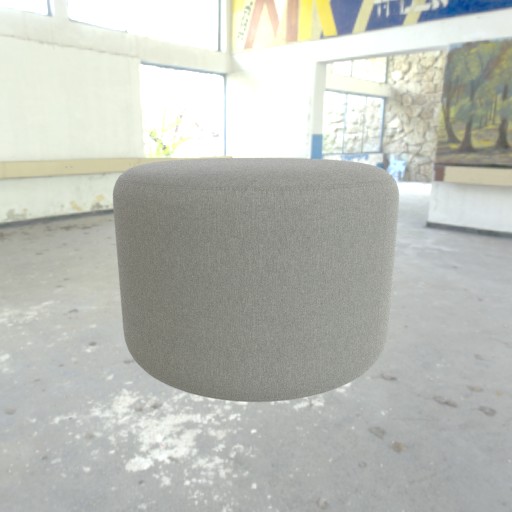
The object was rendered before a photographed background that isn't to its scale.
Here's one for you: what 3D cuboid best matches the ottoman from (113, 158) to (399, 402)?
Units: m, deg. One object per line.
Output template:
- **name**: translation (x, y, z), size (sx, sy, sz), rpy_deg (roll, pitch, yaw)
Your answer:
- **ottoman**: translation (0.000, 0.000, 1.021), size (0.608, 0.433, 0.608), rpy_deg (0, 15, 0)
